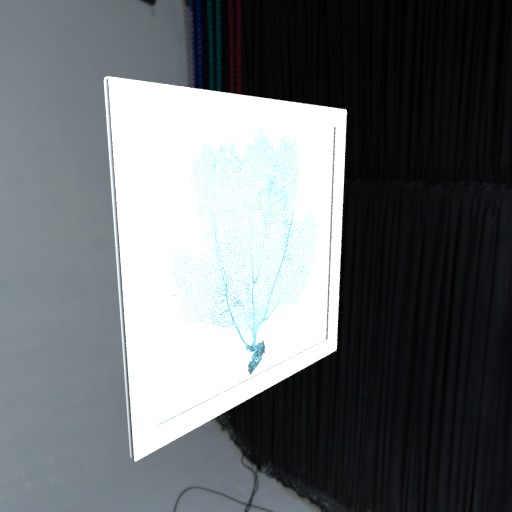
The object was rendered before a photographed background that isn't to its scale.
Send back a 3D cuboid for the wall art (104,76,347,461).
[{"bbox_3d":[0.000,0.000,0.862,0.013,0.584,0.584,12,17,42],"label":"wall art"}]
